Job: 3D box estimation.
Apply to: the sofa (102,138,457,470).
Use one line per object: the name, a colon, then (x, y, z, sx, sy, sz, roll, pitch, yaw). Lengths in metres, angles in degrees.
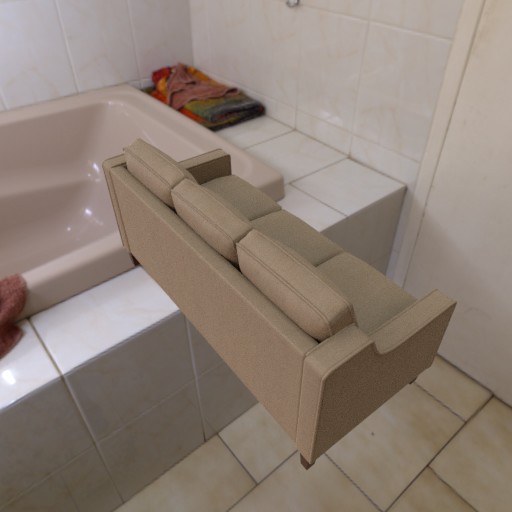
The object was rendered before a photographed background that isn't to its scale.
sofa: (0.000, 0.000, 2.576, 0.911, 0.974, 1.986, -26, 46, -28)
